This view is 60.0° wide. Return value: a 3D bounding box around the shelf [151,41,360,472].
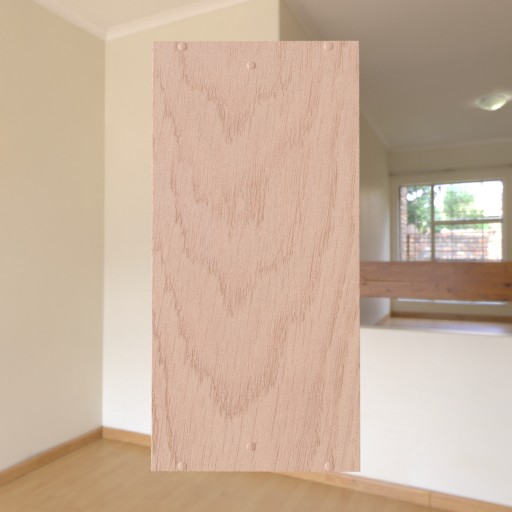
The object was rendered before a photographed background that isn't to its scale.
[{"bbox_3d":[0.000,0.000,0.716,0.290,0.600,0.200,0,-1,0],"label":"shelf"}]
